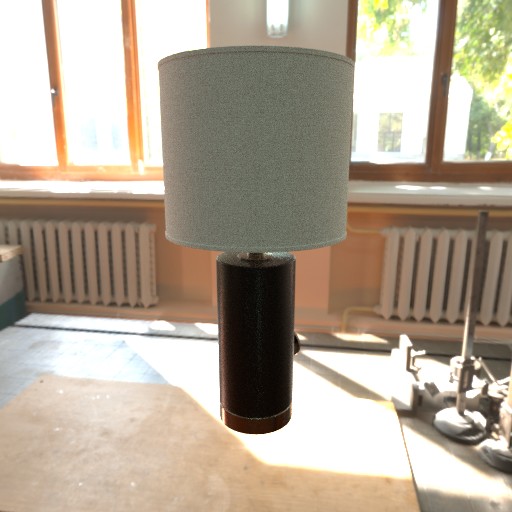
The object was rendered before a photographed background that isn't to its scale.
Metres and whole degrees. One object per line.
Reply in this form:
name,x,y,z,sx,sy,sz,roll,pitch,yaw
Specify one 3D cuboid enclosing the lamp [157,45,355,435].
lamp,0.000,0.000,0.607,0.241,0.482,0.240,13,18,43
